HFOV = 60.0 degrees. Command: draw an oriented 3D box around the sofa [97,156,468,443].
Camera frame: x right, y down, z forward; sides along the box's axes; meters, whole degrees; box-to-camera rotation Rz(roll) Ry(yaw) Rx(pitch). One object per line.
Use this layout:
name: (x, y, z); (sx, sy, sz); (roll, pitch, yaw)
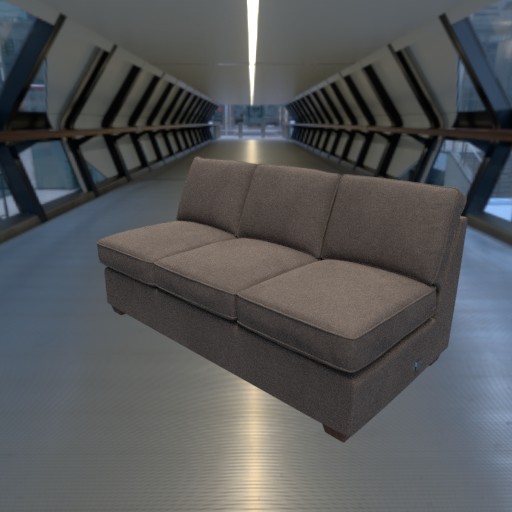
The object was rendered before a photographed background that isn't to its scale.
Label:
sofa: (0.000, 0.000, 2.568); (1.962, 0.973, 1.027); (16, 24, 41)
